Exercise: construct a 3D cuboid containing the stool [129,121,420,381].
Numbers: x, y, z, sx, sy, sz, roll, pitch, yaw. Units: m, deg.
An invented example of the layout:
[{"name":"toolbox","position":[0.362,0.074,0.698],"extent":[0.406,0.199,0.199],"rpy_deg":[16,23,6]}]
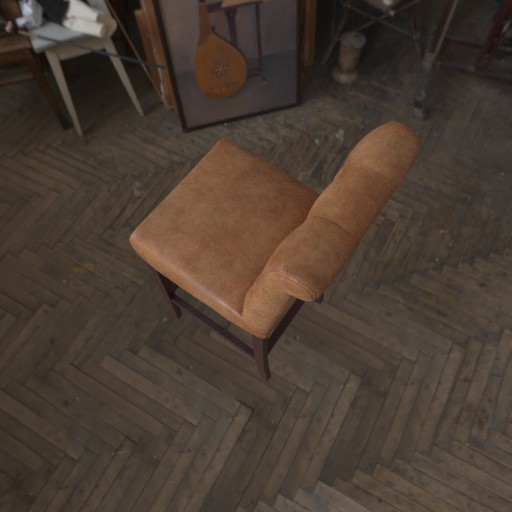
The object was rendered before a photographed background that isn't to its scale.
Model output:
[{"name":"stool","position":[0.000,0.000,1.455],"extent":[0.601,1.140,0.493],"rpy_deg":[33,68,15]}]
